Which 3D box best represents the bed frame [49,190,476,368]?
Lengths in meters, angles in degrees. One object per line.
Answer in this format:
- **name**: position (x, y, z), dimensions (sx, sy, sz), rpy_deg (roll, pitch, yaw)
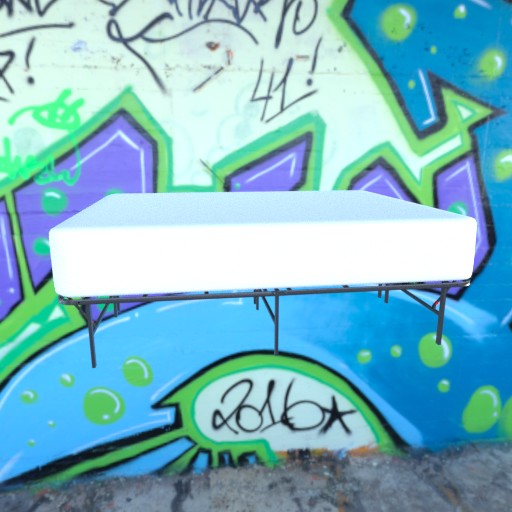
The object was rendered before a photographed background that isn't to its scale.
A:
- **bed frame**: position (0.000, 0.000, 2.830), dimensions (2.037, 0.677, 1.528), rpy_deg (-2, 14, -8)
